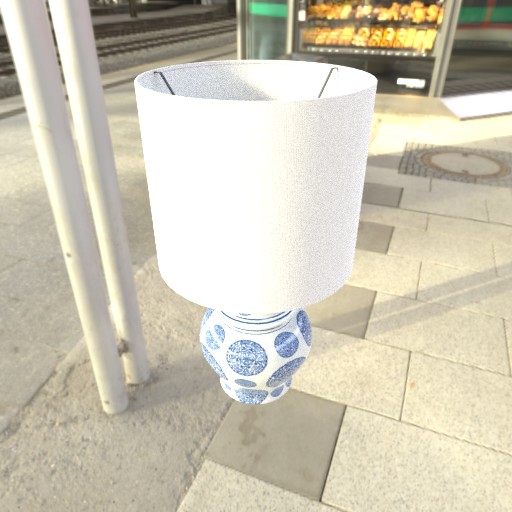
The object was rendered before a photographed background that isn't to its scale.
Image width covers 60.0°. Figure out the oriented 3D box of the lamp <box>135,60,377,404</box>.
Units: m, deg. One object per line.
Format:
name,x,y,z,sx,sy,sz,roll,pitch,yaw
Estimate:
lamp,0.000,0.000,0.500,0.215,0.381,0.215,10,33,17
